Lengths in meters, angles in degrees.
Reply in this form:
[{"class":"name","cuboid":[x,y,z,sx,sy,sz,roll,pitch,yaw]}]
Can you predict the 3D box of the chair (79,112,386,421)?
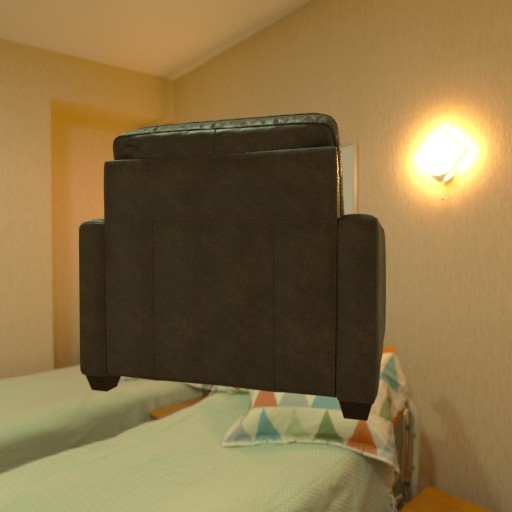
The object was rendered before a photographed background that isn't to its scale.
[{"class":"chair","cuboid":[0.000,0.000,1.797,1.006,0.916,0.939,0,2,17]}]
